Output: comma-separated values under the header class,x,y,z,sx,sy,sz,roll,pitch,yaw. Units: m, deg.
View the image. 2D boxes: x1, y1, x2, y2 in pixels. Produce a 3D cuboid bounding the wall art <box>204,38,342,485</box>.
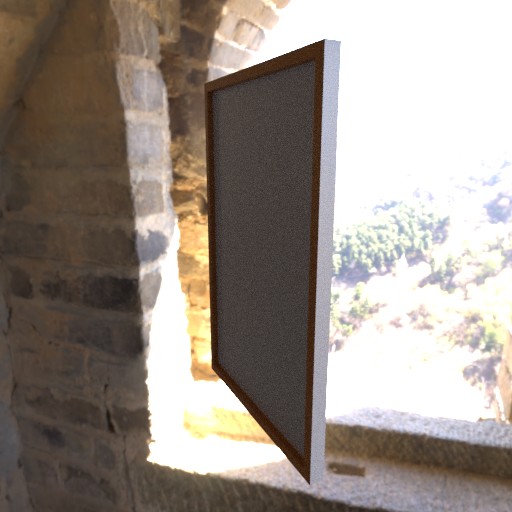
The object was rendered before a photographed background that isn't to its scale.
class,x,y,z,sx,sy,sz,roll,pitch,yaw
wall art,0.000,0.000,0.764,0.025,0.608,0.405,-7,15,-26
